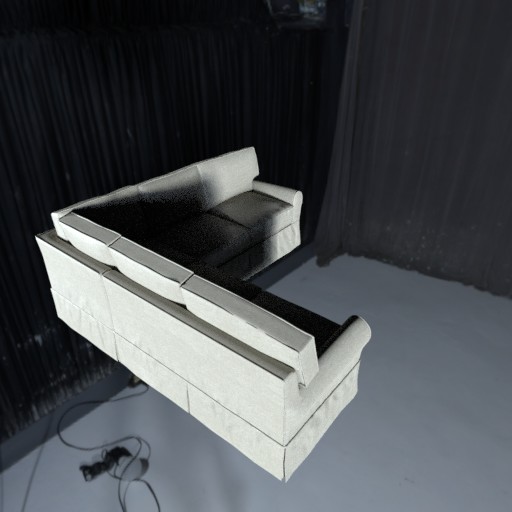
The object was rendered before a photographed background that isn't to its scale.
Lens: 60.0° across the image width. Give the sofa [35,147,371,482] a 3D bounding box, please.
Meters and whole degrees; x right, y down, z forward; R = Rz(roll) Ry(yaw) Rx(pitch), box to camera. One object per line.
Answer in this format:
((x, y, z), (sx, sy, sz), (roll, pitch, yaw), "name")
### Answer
((0.000, 0.000, 3.978), (2.618, 1.081, 2.623), (22, 37, 33), "sofa")
